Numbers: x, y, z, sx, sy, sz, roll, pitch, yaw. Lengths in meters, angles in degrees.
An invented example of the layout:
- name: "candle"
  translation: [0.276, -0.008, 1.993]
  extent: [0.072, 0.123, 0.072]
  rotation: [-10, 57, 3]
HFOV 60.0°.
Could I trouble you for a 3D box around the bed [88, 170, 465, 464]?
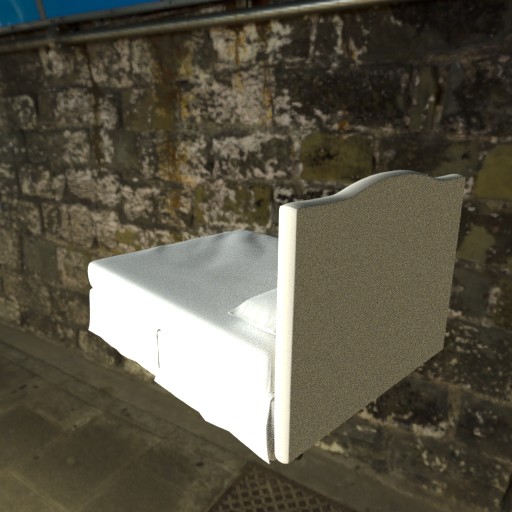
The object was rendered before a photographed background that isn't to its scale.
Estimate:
- name: "bed"
  translation: [0.000, 0.000, 3.366]
  extent: [1.821, 1.436, 2.282]
  rotation: [-15, 23, -41]
